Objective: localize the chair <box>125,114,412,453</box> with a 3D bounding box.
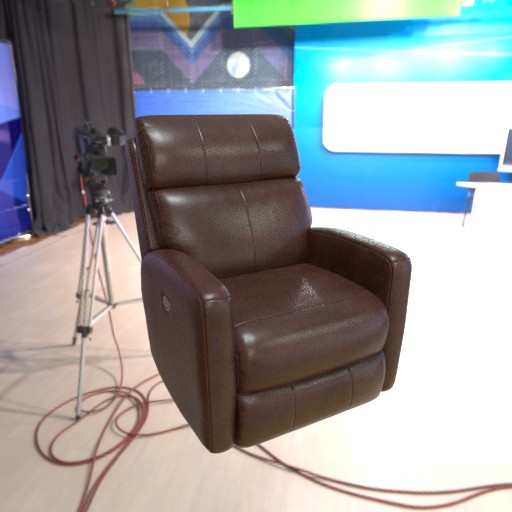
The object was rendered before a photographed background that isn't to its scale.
[{"bbox_3d":[0.000,0.000,1.689,0.787,1.016,0.939,-10,21,-26],"label":"chair"}]
